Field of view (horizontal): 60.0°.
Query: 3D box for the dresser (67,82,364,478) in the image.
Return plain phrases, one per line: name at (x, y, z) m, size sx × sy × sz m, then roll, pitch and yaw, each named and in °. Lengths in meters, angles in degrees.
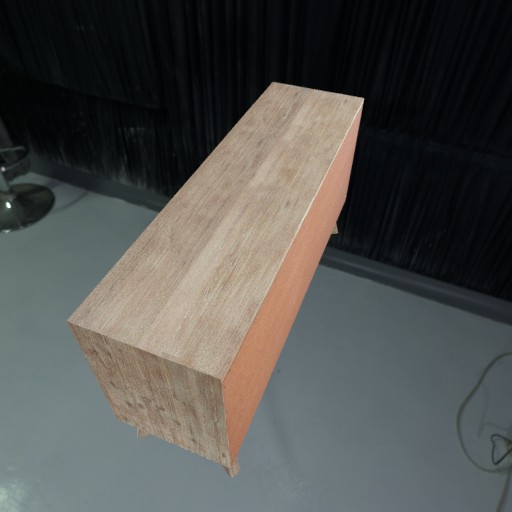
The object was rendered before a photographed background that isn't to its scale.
dresser at (0.000, 0.000, 1.909) m, size 0.455 × 0.805 × 1.554 m, roll 16°, pitch 48°, yaw 15°
